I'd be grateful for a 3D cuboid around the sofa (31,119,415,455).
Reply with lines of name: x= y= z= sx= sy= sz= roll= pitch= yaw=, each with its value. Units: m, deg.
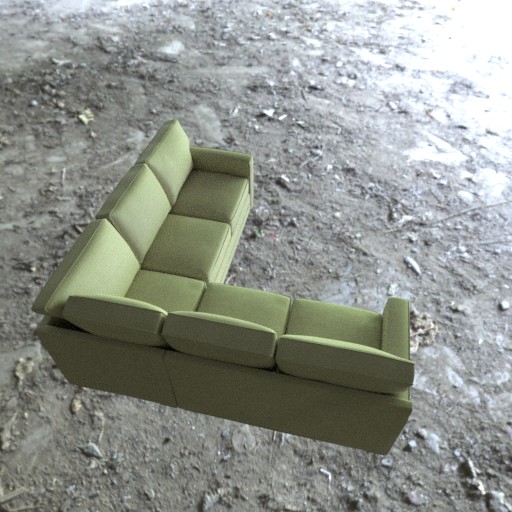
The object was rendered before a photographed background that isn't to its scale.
sofa: x=0.000 y=0.000 z=3.331 sx=2.182 sy=0.939 sz=2.189 roll=10 pitch=48 yaw=9
